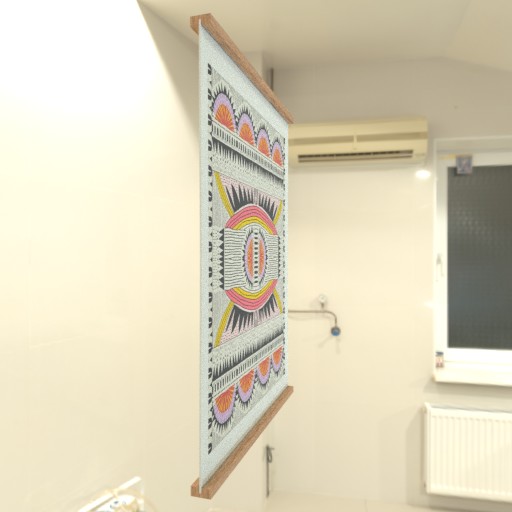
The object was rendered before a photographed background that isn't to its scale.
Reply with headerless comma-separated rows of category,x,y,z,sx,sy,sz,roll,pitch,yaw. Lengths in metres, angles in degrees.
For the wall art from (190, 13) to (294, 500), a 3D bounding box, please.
wall art,0.000,0.000,0.774,0.028,0.609,0.456,0,1,18
